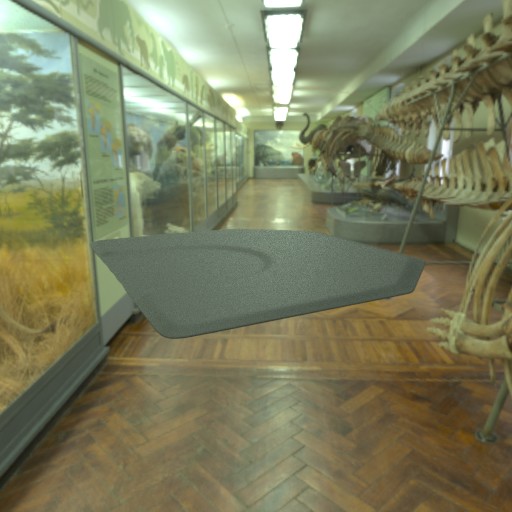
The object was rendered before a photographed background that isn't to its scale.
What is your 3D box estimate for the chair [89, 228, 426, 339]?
[{"bbox_3d":[0.000,0.000,1.940,1.219,0.024,1.372,-7,15,-27],"label":"chair"}]
